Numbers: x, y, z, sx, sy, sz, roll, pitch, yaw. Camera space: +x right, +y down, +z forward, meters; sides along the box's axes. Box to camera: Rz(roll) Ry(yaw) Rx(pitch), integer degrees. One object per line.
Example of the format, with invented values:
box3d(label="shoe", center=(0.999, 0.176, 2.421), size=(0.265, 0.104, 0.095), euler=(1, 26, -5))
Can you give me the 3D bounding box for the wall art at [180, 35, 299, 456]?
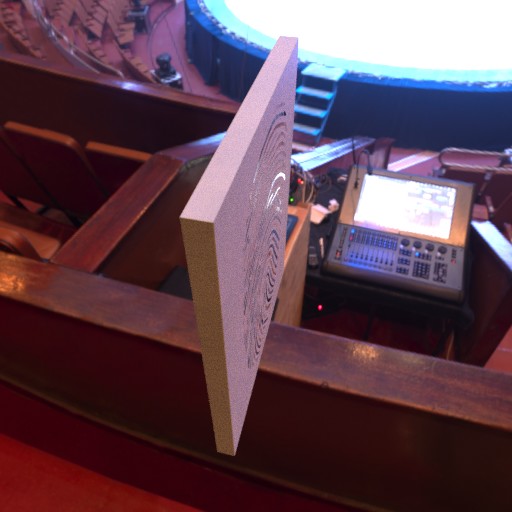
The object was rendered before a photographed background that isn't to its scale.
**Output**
box3d(label="wall art", center=(0.000, 0.000, 0.826), size=(0.037, 0.606, 0.508), euler=(10, 46, 9))
